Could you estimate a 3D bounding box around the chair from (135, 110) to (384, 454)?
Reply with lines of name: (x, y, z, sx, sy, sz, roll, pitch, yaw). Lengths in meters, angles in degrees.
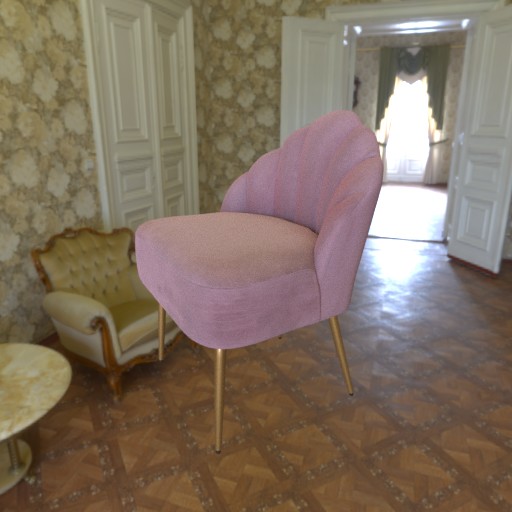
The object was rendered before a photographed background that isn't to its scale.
chair: (0.000, 0.000, 1.296, 0.599, 0.819, 0.657, -8, 18, -27)
